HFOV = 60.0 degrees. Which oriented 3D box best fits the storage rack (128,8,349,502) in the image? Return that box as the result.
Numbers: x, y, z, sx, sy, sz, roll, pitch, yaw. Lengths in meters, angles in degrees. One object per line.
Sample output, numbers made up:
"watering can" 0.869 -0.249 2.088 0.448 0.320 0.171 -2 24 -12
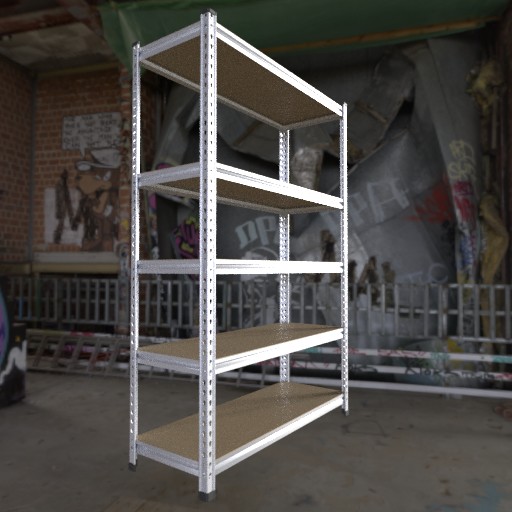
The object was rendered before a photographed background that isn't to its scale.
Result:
"storage rack" 0.000 0.000 2.259 0.457 1.829 1.219 -1 -2 36
